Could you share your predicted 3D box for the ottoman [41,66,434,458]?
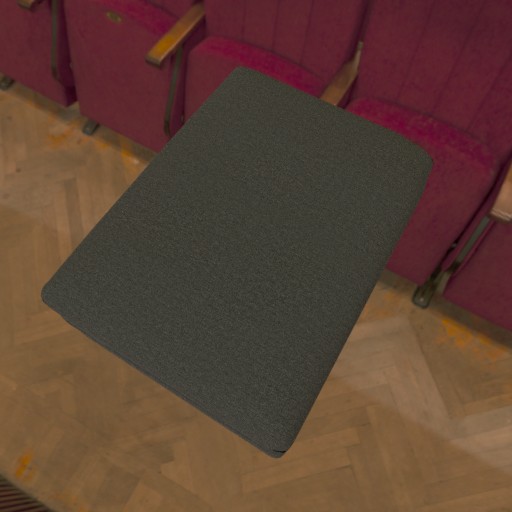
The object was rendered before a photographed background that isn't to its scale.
[{"bbox_3d":[0.000,0.000,1.222,0.629,0.503,0.835,28,68,13],"label":"ottoman"}]
